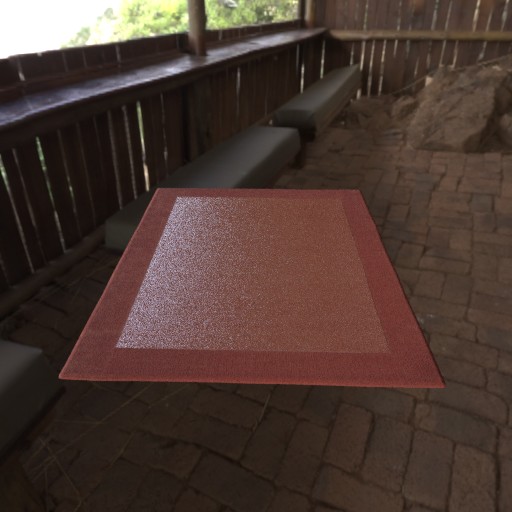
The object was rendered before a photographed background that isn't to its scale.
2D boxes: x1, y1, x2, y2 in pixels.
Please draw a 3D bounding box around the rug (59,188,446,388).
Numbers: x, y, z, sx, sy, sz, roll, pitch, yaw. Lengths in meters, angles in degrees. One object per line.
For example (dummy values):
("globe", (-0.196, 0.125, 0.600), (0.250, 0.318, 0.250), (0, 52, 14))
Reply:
("rug", (0.000, 0.000, 4.011), (2.430, 0.018, 2.976), (1, 32, 1))
